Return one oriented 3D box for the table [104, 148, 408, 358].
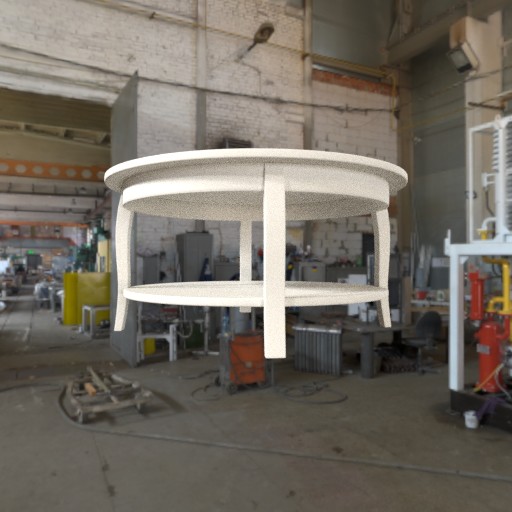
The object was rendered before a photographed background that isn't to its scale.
[{"bbox_3d":[0.000,0.000,1.405,0.910,0.457,0.910,0,0,0],"label":"table"}]
